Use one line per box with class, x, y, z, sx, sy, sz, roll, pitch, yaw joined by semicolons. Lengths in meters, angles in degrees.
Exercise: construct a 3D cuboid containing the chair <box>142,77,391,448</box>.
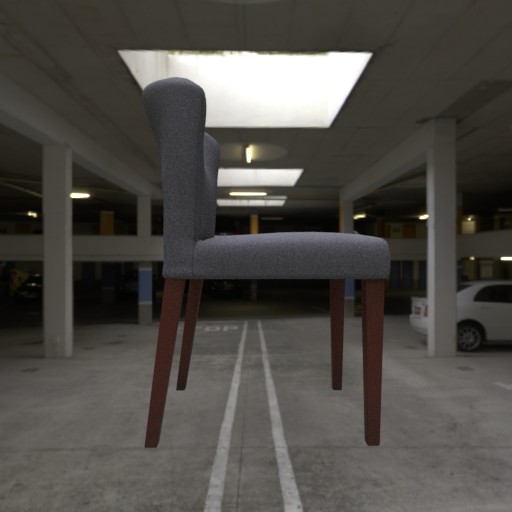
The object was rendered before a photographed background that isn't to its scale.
chair;0.000;0.000;1.191;0.592;0.839;0.491;0;0;-1
